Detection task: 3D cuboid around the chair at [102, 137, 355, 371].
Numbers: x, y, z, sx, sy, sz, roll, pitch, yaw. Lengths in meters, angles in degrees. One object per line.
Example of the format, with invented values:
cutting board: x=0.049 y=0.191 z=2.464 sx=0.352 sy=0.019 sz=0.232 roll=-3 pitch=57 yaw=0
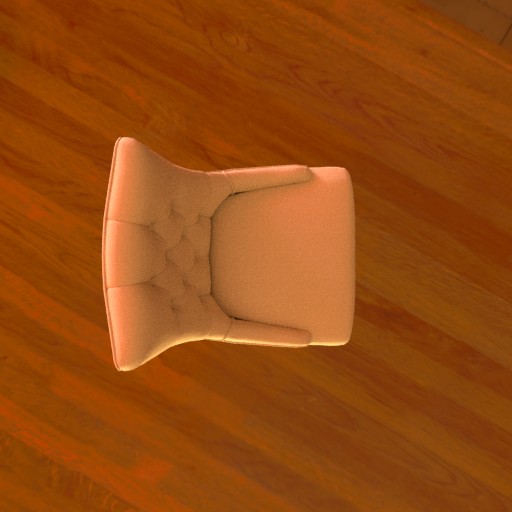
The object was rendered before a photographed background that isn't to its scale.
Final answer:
chair: x=0.000 y=0.000 z=1.250 sx=0.565 sy=0.874 sz=0.509 roll=0 pitch=89 yaw=1
